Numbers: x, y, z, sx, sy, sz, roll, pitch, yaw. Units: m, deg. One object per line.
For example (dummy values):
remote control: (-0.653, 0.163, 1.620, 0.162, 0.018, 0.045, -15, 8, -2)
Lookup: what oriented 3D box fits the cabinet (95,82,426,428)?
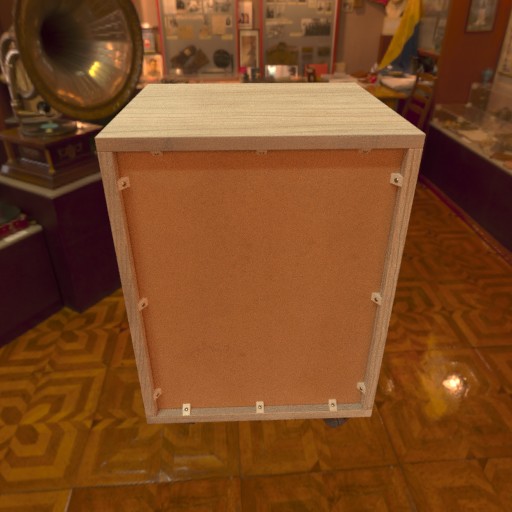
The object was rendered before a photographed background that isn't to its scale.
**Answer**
cabinet: (0.000, 0.000, 0.865, 0.409, 0.579, 0.401, -1, 30, -2)
